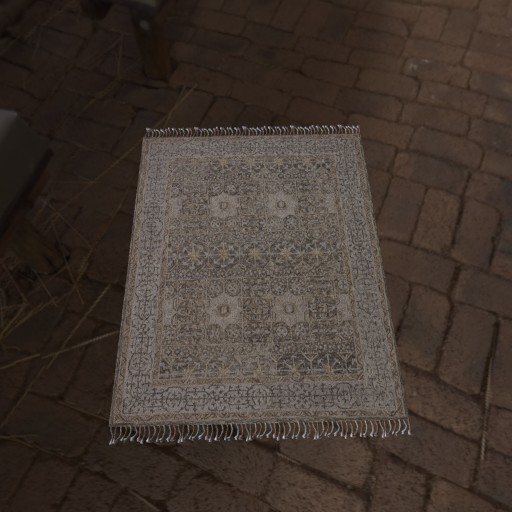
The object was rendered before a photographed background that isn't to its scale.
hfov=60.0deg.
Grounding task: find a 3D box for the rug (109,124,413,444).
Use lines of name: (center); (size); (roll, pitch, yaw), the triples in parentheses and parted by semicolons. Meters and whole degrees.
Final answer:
rug: (0.000, 0.000, 4.261); (2.431, 0.017, 3.291); (-1, 63, -1)
